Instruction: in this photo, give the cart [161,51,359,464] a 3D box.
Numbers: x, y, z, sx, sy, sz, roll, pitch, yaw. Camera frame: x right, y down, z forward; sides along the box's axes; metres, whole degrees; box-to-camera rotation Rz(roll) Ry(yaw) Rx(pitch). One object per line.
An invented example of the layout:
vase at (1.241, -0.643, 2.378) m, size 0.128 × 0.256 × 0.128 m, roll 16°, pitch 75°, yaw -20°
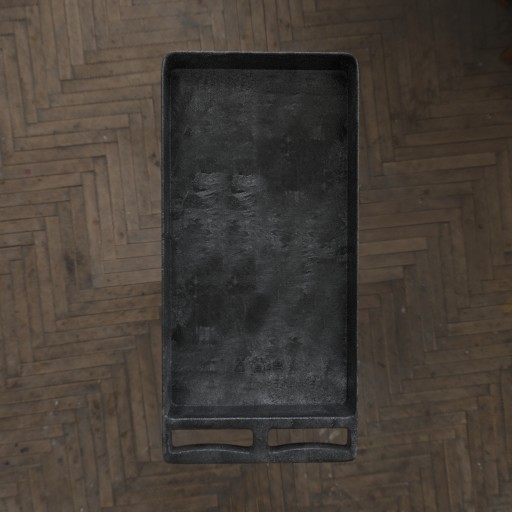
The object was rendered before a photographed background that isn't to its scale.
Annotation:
cart at (0.000, 0.000, 1.350) m, size 0.420 × 0.824 × 0.877 m, roll 0°, pitch 91°, yaw -1°
